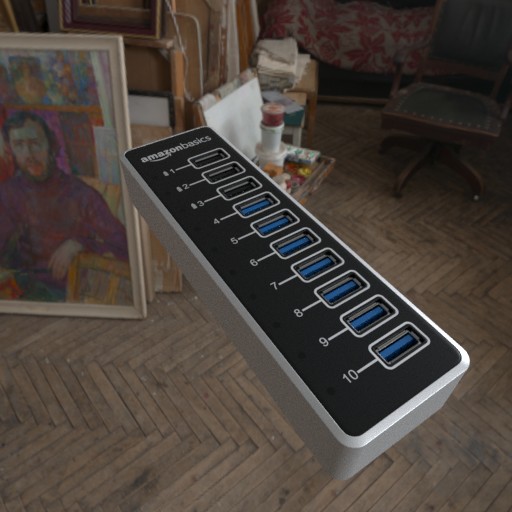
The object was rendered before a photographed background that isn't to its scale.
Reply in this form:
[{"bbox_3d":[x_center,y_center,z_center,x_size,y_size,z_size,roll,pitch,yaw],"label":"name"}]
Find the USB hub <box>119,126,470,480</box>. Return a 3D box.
[{"bbox_3d":[0.000,0.000,0.157,0.044,0.023,0.145,-25,51,-22],"label":"USB hub"}]
